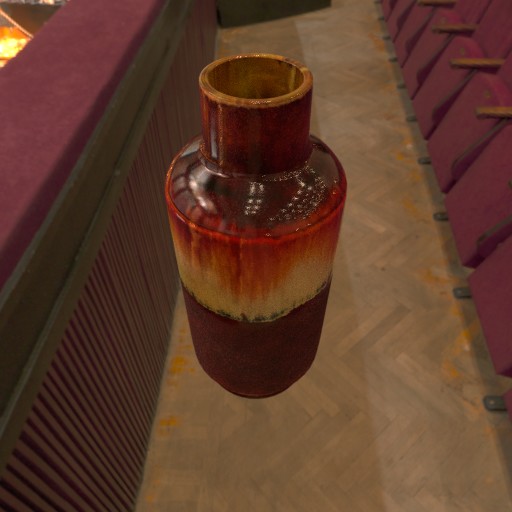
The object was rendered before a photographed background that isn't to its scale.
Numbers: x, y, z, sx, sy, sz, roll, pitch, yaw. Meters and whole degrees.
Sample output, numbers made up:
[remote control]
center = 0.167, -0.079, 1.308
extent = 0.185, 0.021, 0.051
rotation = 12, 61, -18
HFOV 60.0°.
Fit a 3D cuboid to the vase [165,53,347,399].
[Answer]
[vase]
center = 0.000, 0.000, 0.316
extent = 0.111, 0.261, 0.111
rotation = 0, 46, 0
